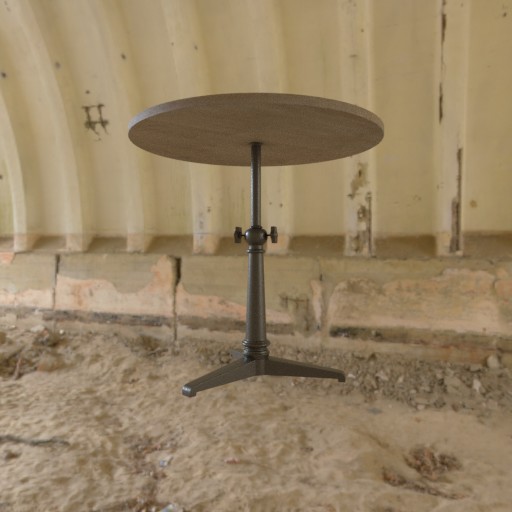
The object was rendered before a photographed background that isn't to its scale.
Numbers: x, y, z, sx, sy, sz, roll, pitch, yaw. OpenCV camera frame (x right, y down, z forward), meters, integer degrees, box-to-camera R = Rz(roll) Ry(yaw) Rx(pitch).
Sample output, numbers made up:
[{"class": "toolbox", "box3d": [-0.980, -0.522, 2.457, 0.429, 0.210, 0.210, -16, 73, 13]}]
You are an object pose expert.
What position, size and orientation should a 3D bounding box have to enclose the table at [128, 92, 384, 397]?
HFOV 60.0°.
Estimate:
[{"class": "table", "box3d": [0.000, 0.000, 1.445, 0.800, 0.780, 0.800, 0, 1, 0]}]
